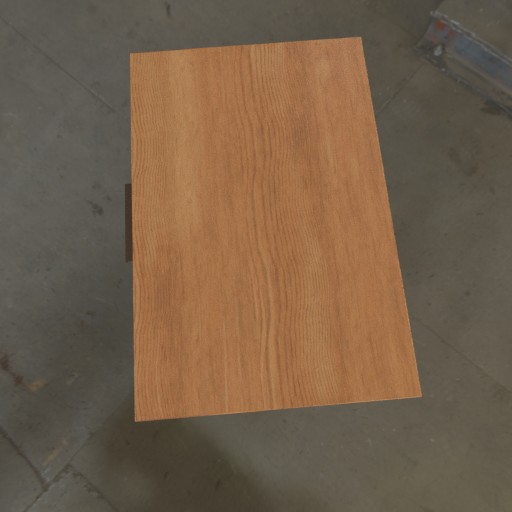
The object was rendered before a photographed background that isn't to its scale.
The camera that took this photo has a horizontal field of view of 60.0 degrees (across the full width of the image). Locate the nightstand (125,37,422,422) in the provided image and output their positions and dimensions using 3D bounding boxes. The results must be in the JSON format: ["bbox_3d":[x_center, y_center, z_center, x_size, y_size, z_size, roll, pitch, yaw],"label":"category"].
[{"bbox_3d":[0.000,0.000,1.003,0.427,0.615,0.613,-5,75,-1],"label":"nightstand"}]
